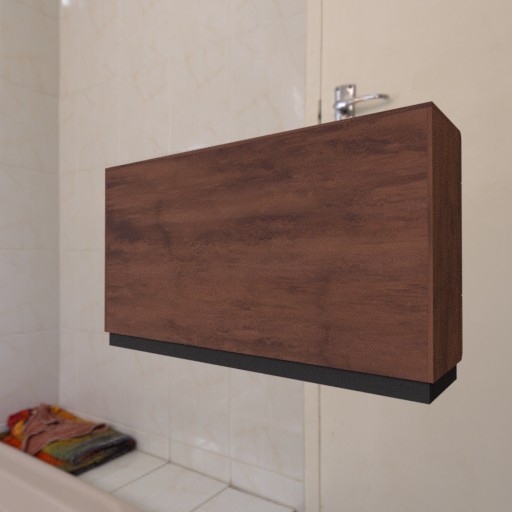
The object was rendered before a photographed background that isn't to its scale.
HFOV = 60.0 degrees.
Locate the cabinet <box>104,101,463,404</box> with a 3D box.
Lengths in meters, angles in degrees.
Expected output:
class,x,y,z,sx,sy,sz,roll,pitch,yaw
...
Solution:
class,x,y,z,sx,sy,sz,roll,pitch,yaw
cabinet,0.000,0.000,1.947,1.600,0.900,0.420,0,-1,36
